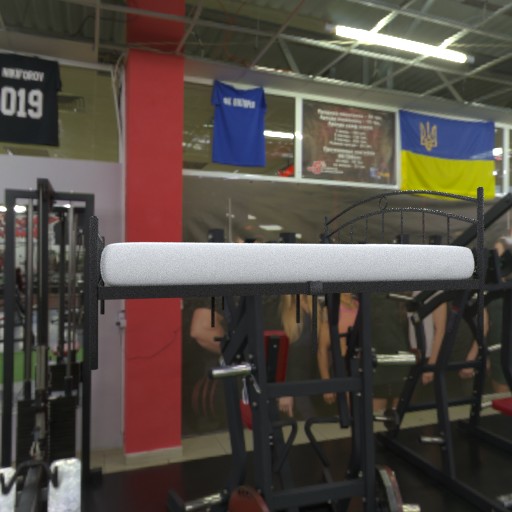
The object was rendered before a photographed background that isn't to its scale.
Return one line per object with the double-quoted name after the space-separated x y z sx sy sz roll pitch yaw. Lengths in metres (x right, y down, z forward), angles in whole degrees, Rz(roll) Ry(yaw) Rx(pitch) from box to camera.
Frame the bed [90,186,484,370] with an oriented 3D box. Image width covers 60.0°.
0.000 0.000 3.017 2.040 0.940 1.880 0 0 -18 "bed"
